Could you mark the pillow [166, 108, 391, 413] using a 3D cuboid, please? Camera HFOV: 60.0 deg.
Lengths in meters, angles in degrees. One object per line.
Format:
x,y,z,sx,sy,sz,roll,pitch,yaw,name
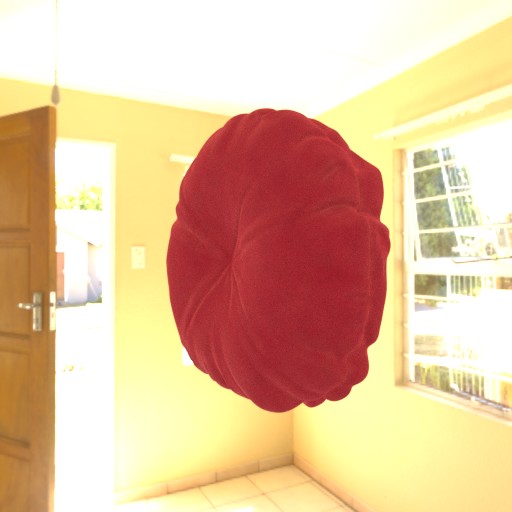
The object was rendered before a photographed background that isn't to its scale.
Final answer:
0.000,0.000,0.640,0.148,0.407,0.428,1,-1,-37,pillow
